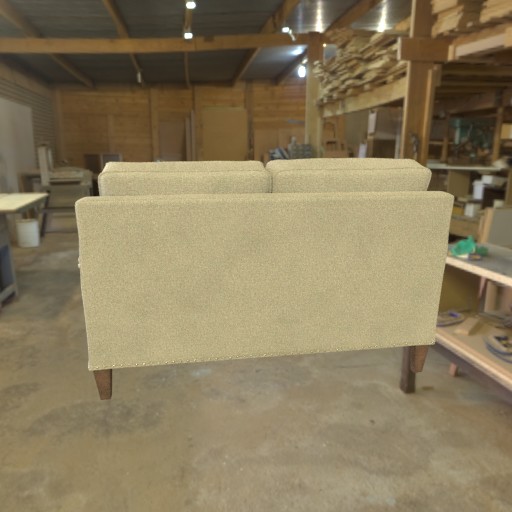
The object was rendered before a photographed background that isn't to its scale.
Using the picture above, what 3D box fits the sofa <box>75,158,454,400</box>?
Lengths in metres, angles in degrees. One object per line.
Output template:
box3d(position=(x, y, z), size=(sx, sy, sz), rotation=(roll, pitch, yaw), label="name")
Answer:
box3d(position=(0.000, 0.000, 2.302), size=(1.597, 1.003, 1.084), rotation=(-2, 14, -9), label="sofa")
